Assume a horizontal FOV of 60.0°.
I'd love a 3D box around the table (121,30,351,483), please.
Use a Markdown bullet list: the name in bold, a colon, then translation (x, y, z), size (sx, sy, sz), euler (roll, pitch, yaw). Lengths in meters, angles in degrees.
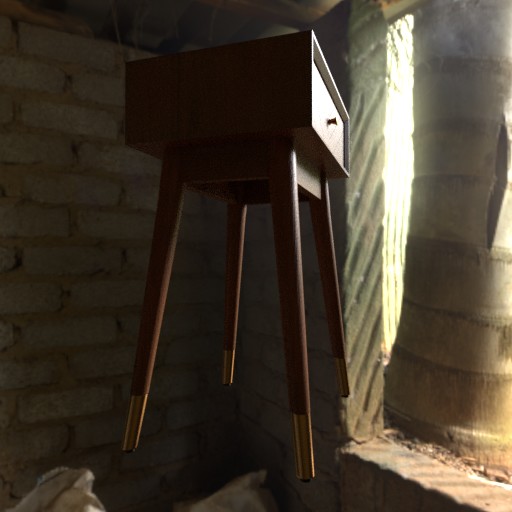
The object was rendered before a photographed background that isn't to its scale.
- **table**: translation (0.000, 0.000, 0.816), size (0.300, 0.599, 0.406), euler (0, -1, 19)
